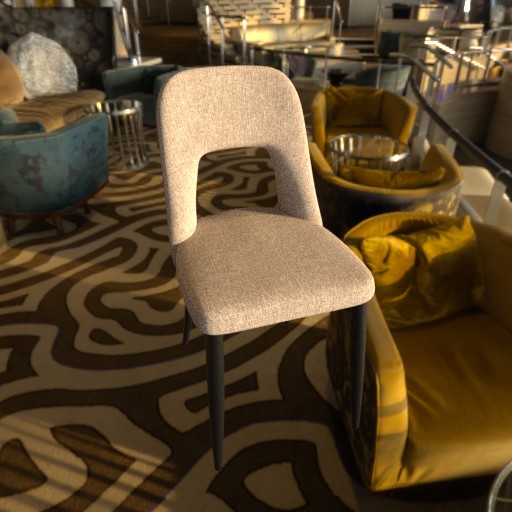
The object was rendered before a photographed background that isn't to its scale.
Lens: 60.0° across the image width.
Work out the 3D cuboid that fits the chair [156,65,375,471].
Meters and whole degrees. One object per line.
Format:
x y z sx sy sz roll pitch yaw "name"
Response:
0.000 0.000 1.257 0.470 0.931 0.612 -10 32 -16 "chair"
